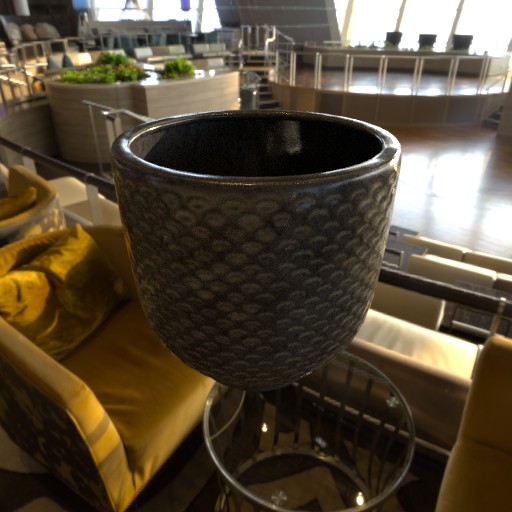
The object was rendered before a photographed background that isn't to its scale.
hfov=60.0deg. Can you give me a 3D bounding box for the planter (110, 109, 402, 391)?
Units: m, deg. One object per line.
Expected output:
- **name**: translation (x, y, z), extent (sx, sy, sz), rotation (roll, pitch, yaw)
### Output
- **planter**: translation (0.000, 0.000, 0.353), extent (0.197, 0.191, 0.197), rotation (0, 29, 0)
